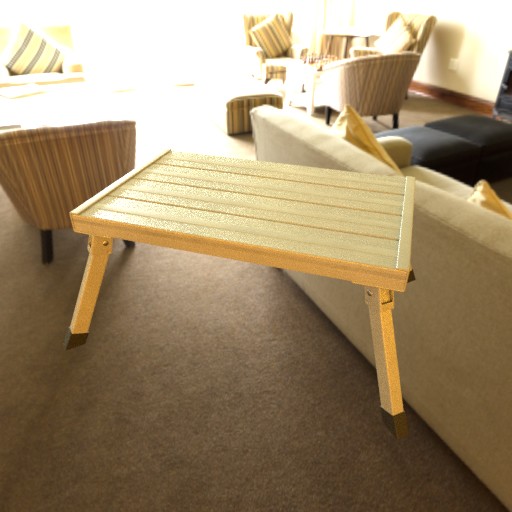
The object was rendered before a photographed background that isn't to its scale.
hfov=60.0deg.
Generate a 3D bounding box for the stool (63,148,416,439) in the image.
[{"bbox_3d":[0.000,0.000,0.728,0.535,0.225,0.385,10,34,15],"label":"stool"}]
